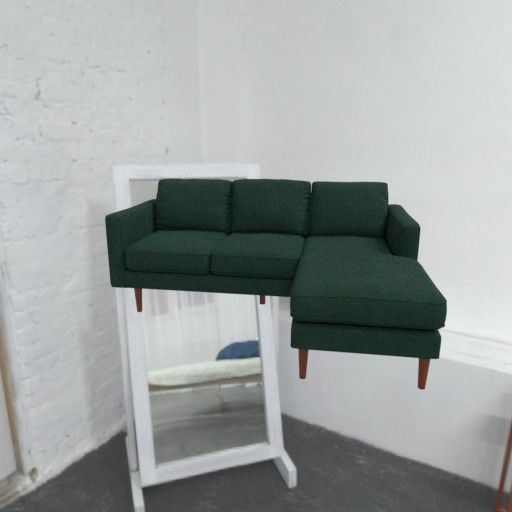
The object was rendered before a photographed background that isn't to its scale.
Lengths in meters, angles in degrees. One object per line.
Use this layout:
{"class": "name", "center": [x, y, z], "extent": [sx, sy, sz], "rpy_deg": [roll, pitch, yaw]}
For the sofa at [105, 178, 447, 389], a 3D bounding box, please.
{"class": "sofa", "center": [0.000, 0.000, 2.899], "extent": [2.030, 0.899, 1.580], "rpy_deg": [2, 15, 9]}
